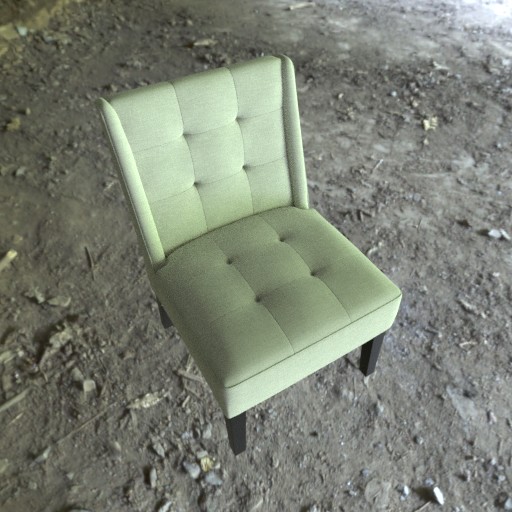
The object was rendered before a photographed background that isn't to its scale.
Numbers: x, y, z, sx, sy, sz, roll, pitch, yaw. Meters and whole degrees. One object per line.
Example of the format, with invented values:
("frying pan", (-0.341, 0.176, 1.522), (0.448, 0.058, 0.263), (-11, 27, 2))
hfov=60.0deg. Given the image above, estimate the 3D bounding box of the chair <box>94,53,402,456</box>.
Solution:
("chair", (0.000, 0.000, 1.295), (0.569, 0.853, 0.676), (-23, 51, -21))
